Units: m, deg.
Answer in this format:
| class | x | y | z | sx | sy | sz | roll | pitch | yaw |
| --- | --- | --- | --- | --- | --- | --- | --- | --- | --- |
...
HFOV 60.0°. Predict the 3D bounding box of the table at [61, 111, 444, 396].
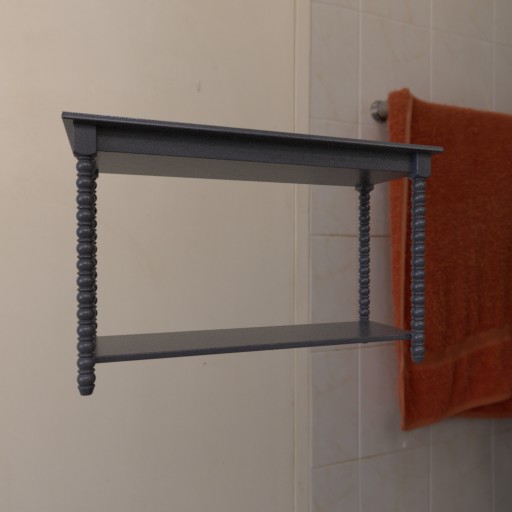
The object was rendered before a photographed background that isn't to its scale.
| class | x | y | z | sx | sy | sz | roll | pitch | yaw |
| --- | --- | --- | --- | --- | --- | --- | --- | --- | --- |
| table | 0.000 | 0.000 | 1.515 | 1.184 | 0.735 | 0.459 | 0 | 1 | -19 |
